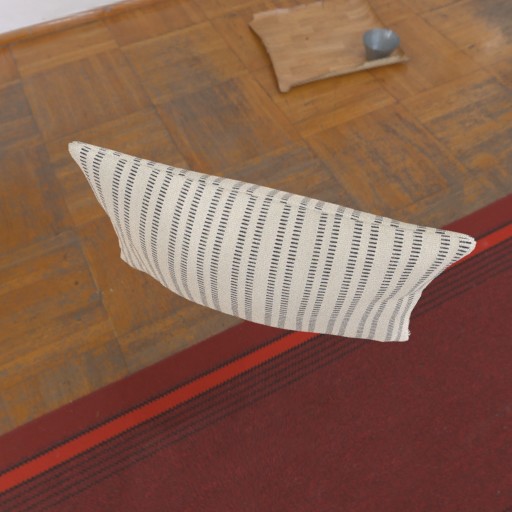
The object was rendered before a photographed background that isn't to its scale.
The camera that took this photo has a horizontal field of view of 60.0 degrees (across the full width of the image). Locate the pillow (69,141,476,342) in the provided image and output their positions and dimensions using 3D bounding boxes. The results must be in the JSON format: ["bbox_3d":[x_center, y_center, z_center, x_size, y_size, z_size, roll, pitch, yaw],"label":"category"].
[{"bbox_3d":[0.000,0.000,0.796,0.640,0.353,0.210,15,59,9],"label":"pillow"}]
